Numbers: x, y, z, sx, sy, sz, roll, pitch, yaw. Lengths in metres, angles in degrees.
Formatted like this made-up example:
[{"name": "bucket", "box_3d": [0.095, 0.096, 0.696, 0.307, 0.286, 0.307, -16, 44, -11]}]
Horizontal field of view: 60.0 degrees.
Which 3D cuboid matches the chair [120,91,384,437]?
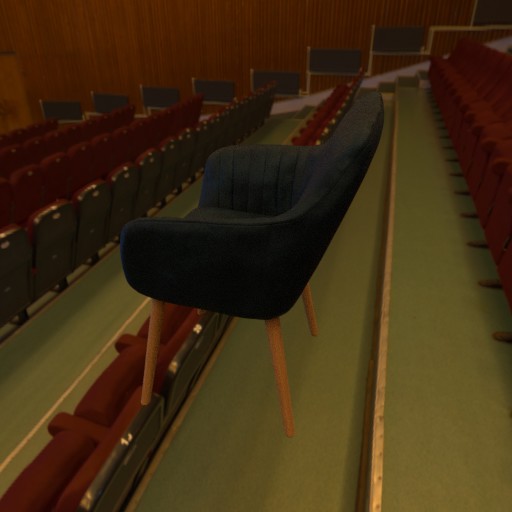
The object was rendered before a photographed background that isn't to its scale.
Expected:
[{"name": "chair", "box_3d": [0.000, 0.000, 1.212, 0.573, 0.826, 0.578, 8, 31, 13]}]
